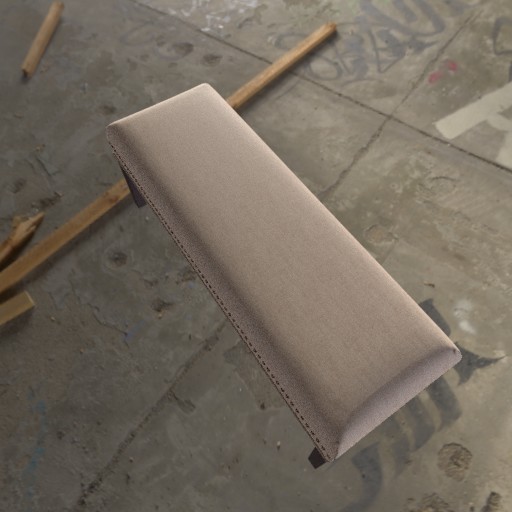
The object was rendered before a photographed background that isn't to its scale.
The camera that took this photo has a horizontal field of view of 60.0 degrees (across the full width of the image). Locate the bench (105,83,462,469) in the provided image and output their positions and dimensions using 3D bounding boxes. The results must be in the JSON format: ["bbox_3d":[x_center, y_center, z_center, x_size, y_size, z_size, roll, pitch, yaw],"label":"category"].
[{"bbox_3d":[0.000,0.000,1.430,0.410,0.457,1.219,-30,64,-17],"label":"bench"}]
